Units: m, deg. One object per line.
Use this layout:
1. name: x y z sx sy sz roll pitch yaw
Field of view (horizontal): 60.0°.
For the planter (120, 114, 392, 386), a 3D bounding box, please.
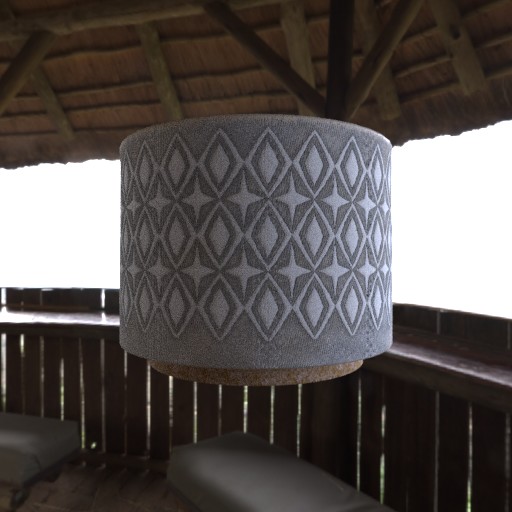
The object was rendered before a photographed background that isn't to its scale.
1. planter: 0.000 0.000 0.279 0.164 0.127 0.164 0 0 0
